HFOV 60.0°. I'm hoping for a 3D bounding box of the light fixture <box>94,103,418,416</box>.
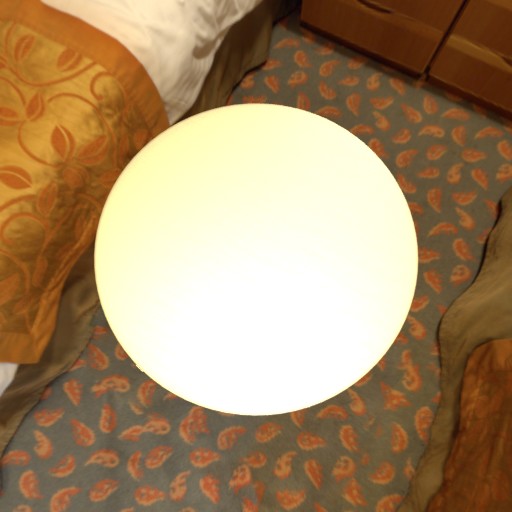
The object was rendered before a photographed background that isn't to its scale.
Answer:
[{"bbox_3d":[0.000,0.000,0.534,0.356,0.102,0.356,0,75,0],"label":"light fixture"}]
